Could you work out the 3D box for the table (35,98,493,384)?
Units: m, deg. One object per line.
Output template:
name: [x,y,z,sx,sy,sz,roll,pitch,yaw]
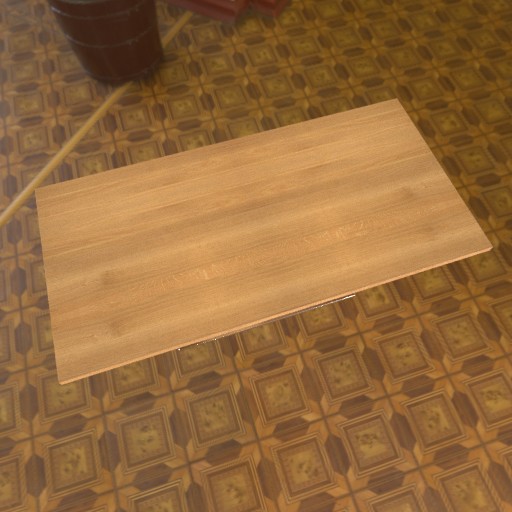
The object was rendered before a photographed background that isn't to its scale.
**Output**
table: [0.000,0.000,2.261,1.800,0.750,0.900,-16,64,-8]
